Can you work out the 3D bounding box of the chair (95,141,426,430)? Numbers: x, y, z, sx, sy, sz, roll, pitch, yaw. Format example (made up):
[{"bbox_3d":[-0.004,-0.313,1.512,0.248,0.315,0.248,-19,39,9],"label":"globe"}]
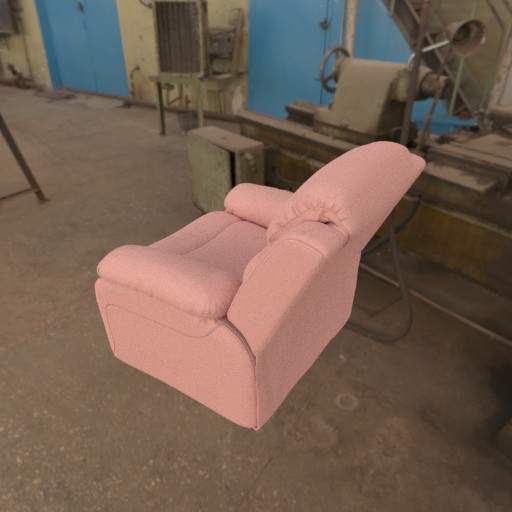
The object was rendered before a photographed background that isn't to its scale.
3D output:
[{"bbox_3d":[0.000,0.000,1.272,0.709,0.702,0.680,20,36,29],"label":"chair"}]
